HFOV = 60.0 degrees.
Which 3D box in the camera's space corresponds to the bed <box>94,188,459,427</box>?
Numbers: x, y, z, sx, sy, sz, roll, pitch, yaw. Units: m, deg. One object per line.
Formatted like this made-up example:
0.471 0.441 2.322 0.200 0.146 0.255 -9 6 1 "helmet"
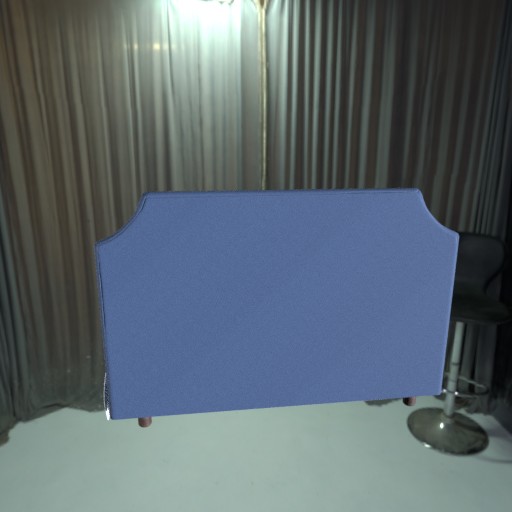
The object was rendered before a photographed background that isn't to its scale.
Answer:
0.000 0.000 4.051 2.350 1.488 2.773 -2 15 -7 "bed"
